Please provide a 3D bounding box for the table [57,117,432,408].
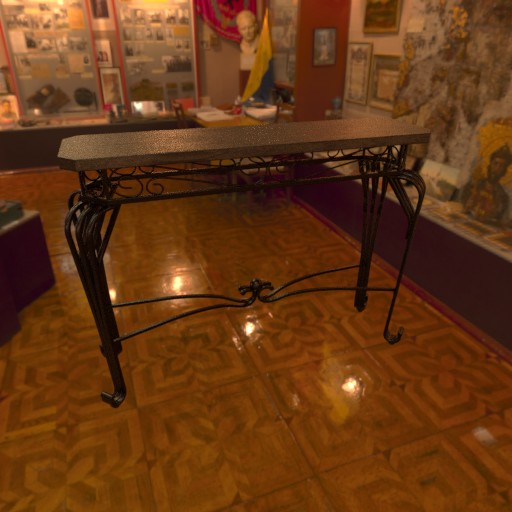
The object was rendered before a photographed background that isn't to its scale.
[{"bbox_3d":[0.000,0.000,1.482,1.112,0.800,0.329,-8,28,-16],"label":"table"}]
